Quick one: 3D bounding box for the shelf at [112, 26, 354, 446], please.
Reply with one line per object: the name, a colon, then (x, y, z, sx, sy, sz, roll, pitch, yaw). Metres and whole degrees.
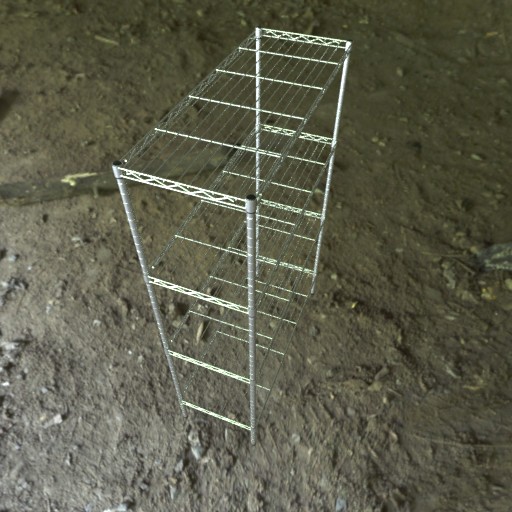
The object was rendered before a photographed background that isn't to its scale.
shelf: (0.000, 0.000, 1.736, 0.352, 1.360, 0.907, 16, 49, 15)
